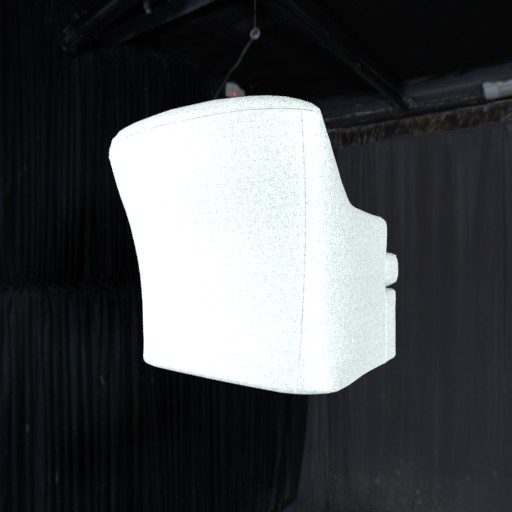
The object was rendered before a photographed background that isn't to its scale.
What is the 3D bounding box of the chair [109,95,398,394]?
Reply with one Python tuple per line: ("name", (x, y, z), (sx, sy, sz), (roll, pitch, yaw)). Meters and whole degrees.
("chair", (0.000, 0.000, 1.643), (0.864, 0.856, 0.923), (0, -1, 36))
